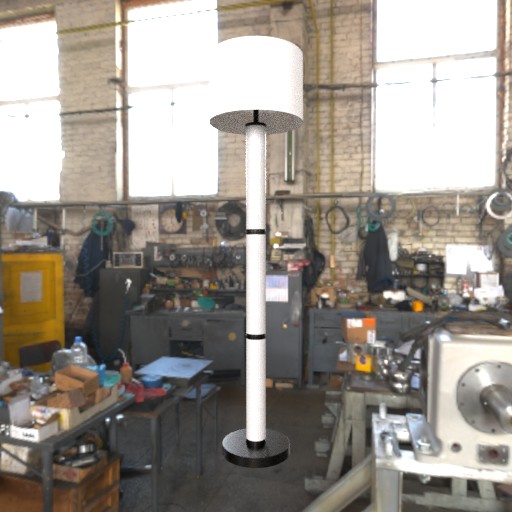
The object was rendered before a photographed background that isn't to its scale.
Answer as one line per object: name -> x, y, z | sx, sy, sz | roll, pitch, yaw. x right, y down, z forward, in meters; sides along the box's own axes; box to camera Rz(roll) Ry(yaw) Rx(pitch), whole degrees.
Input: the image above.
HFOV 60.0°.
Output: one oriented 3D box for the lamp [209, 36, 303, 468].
lamp -> 0.000, 0.000, 1.796 | 0.377, 1.599, 0.377 | -1, 2, -19
